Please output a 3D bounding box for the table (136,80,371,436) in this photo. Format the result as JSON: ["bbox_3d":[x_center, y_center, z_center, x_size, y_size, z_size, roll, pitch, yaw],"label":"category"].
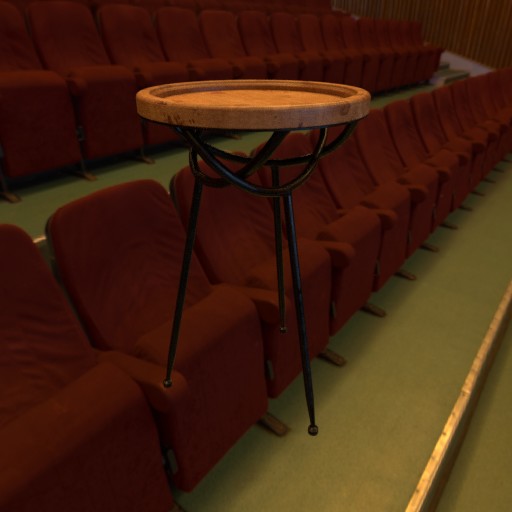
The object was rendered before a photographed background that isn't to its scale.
[{"bbox_3d":[0.000,0.000,0.941,0.414,0.664,0.418,18,32,32],"label":"table"}]
